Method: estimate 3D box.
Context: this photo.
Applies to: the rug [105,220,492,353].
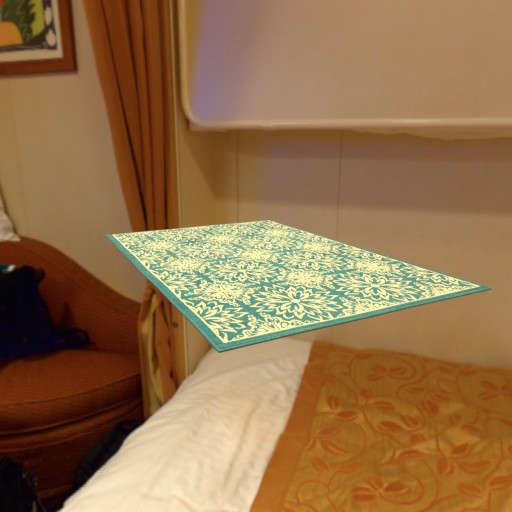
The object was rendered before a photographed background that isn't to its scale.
[{"bbox_3d":[0.000,0.000,3.505,1.830,0.018,2.769,-8,16,-27],"label":"rug"}]
